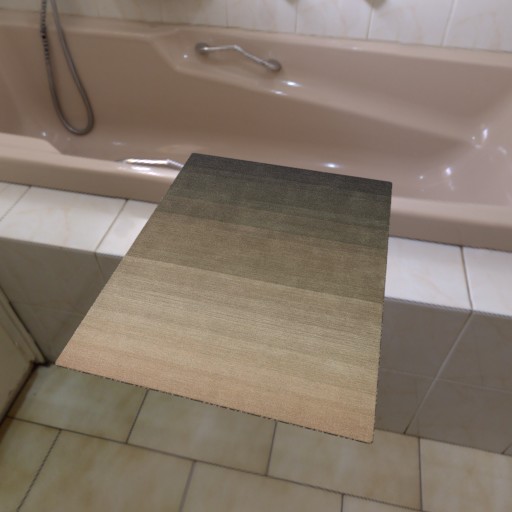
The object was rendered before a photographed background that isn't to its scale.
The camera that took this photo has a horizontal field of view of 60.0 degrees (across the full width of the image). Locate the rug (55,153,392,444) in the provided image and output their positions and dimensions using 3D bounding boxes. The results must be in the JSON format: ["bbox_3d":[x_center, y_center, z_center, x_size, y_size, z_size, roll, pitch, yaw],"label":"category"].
[{"bbox_3d":[0.000,0.000,4.016,2.305,0.017,2.902,11,47,10],"label":"rug"}]
